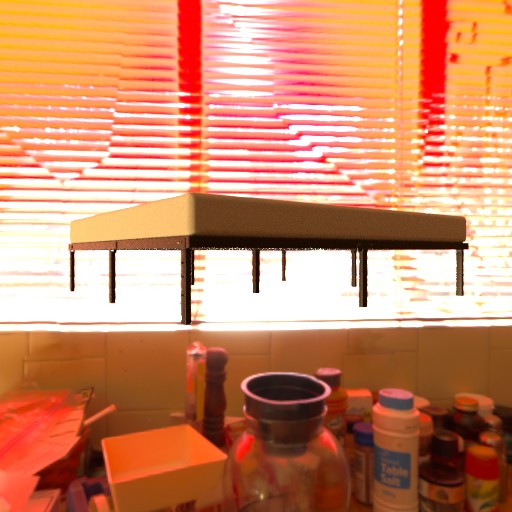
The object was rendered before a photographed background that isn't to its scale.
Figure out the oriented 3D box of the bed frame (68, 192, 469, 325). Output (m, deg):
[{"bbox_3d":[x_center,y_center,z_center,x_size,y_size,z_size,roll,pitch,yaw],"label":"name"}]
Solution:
[{"bbox_3d":[0.000,0.000,3.994,2.635,0.680,2.526,0,1,-36],"label":"bed frame"}]
